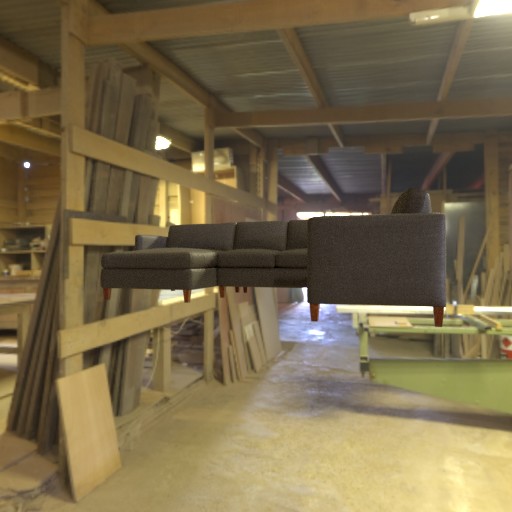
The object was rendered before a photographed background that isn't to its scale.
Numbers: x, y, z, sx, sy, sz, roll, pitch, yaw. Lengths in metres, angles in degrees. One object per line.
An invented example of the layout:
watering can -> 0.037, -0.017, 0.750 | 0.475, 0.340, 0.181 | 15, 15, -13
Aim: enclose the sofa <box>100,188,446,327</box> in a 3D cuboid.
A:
sofa -> 0.000, 0.000, 4.611 | 3.460, 0.961, 2.594 | 0, 0, 18
